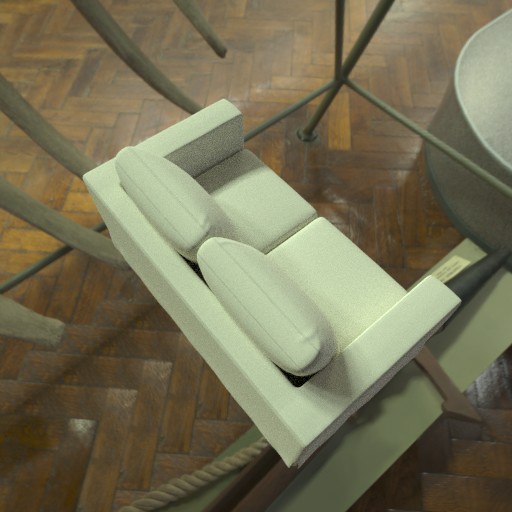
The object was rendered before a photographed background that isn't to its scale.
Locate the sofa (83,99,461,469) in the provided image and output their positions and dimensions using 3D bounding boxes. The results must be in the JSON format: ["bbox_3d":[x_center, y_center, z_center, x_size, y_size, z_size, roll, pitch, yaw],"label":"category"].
[{"bbox_3d":[0.000,0.000,2.395,1.009,0.932,1.813,-35,65,-19],"label":"sofa"}]
